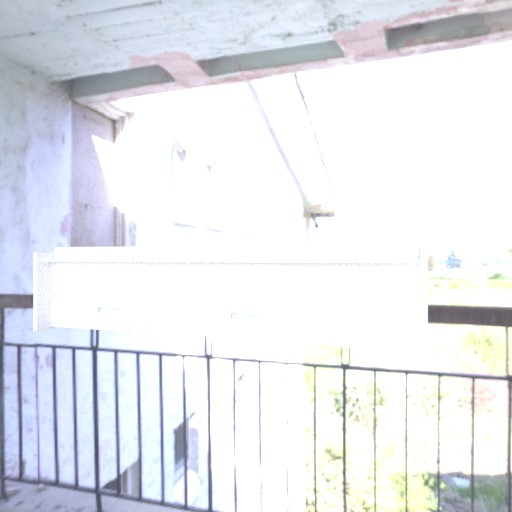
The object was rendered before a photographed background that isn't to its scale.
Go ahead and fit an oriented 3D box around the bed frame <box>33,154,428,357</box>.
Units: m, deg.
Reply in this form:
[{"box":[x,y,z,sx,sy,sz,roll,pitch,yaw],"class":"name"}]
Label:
[{"box":[0.000,0.000,2.822,1.960,0.800,1.622,0,0,18],"class":"bed frame"}]
